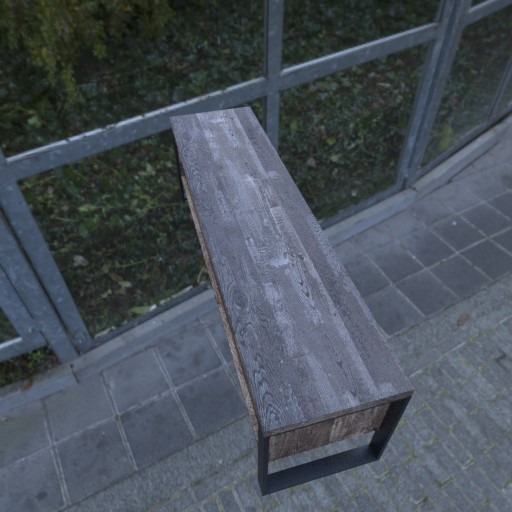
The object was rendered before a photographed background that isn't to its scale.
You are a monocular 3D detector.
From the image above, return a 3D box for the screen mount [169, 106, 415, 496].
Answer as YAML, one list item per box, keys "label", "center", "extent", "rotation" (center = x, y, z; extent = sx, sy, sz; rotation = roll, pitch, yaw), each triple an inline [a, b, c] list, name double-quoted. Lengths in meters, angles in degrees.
- label: "screen mount"
  center: [0.000, 0.000, 1.717]
  extent: [0.395, 0.450, 1.524]
  rotation: [-11, 46, -11]
